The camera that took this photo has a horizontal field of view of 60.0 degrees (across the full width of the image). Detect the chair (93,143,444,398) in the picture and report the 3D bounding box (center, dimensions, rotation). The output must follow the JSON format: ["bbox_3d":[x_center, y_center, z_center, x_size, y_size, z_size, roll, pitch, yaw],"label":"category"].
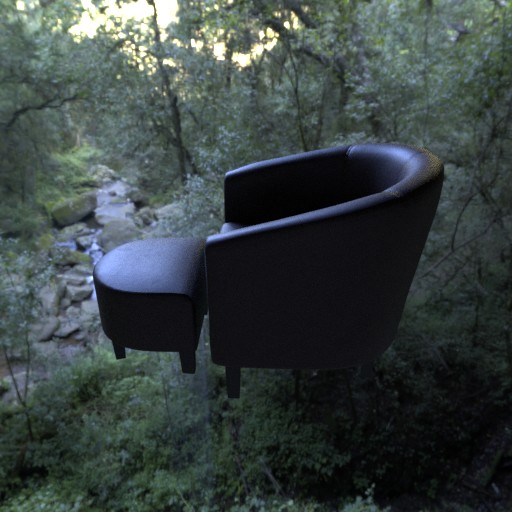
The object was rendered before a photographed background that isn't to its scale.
[{"bbox_3d":[0.000,0.000,1.602,1.176,0.755,0.737,1,26,1],"label":"chair"}]
